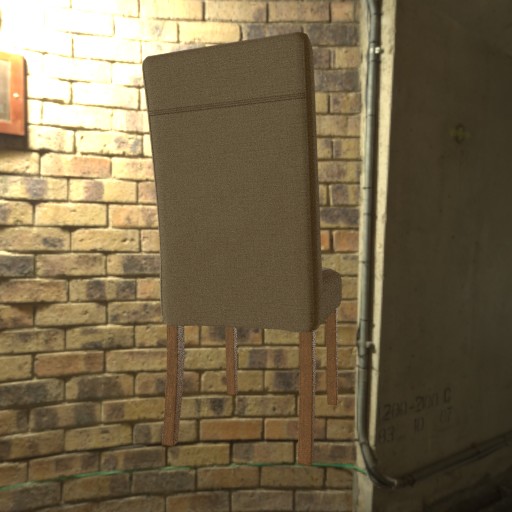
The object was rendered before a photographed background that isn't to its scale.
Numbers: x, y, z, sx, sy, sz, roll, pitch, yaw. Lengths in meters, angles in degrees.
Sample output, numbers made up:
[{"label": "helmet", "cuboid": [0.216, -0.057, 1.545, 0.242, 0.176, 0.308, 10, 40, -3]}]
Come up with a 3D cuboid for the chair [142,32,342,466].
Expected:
[{"label": "chair", "cuboid": [0.000, 0.000, 1.346, 0.450, 1.033, 0.611, 0, -1, 18]}]
